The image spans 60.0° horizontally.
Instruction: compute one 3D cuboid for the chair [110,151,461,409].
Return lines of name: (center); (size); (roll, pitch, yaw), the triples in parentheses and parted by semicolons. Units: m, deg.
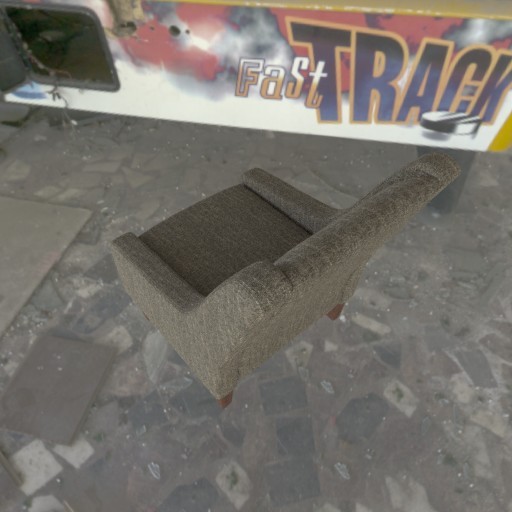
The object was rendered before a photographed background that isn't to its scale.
chair: (0.000, 0.000, 1.702); (0.793, 1.012, 0.944); (-32, 55, -27)
